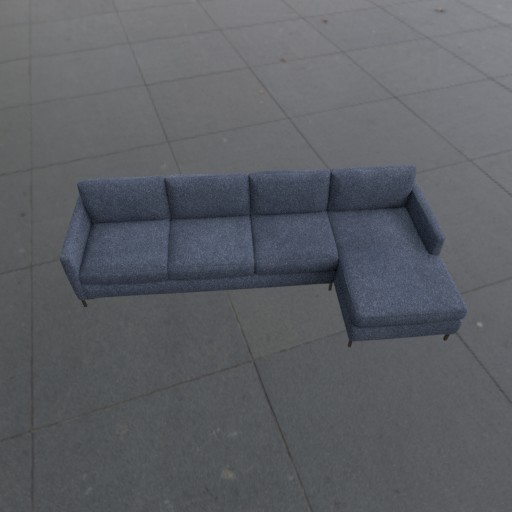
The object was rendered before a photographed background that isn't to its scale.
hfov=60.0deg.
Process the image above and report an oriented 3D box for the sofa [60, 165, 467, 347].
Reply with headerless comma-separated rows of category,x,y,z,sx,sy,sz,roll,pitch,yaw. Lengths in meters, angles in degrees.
sofa,0.000,0.000,3.492,2.932,0.810,1.350,-3,47,-3
